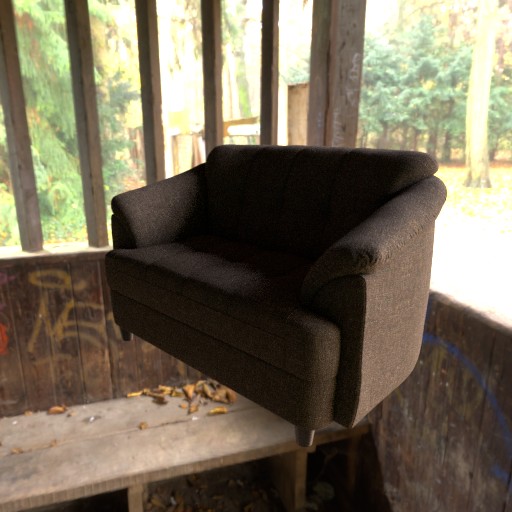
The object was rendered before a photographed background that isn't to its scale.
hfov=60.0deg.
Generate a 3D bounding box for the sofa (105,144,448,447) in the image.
[{"bbox_3d":[0.000,0.000,1.882,1.404,0.895,0.799,15,22,41],"label":"sofa"}]
